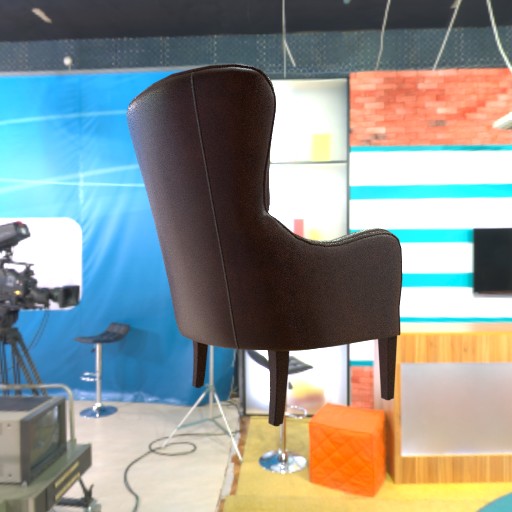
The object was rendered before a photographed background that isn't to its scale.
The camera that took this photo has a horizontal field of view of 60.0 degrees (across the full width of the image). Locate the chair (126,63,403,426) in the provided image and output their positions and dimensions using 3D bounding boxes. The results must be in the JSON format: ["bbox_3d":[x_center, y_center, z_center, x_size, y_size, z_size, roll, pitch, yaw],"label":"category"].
[{"bbox_3d":[0.000,0.000,1.634,0.914,1.048,0.692,0,0,-36],"label":"chair"}]
